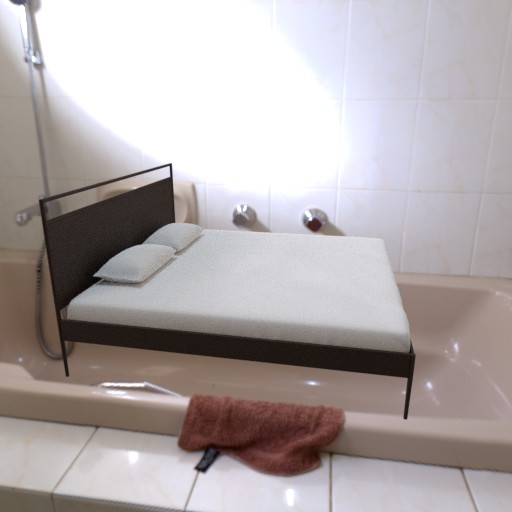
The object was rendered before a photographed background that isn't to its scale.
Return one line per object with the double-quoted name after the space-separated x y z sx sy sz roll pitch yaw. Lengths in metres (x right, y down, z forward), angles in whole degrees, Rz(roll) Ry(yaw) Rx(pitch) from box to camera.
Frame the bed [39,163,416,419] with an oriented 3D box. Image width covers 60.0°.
0.000 0.000 3.446 2.151 1.173 1.993 4 18 11 "bed"
